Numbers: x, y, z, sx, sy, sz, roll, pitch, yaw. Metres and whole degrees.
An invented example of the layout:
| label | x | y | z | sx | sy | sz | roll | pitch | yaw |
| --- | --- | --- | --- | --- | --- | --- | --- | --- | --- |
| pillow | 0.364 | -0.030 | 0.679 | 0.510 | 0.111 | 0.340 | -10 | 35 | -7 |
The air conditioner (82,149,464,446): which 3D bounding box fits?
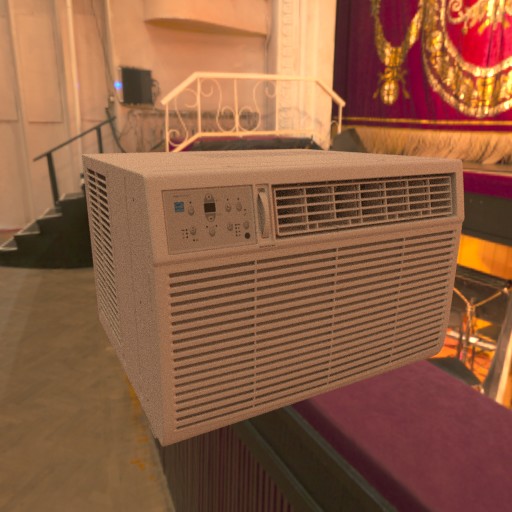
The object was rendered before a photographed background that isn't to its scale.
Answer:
| label | x | y | z | sx | sy | sz | roll | pitch | yaw |
| --- | --- | --- | --- | --- | --- | --- | --- | --- | --- |
| air conditioner | 0.000 | 0.000 | 1.036 | 0.645 | 0.455 | 0.599 | -8 | 18 | -27 |
